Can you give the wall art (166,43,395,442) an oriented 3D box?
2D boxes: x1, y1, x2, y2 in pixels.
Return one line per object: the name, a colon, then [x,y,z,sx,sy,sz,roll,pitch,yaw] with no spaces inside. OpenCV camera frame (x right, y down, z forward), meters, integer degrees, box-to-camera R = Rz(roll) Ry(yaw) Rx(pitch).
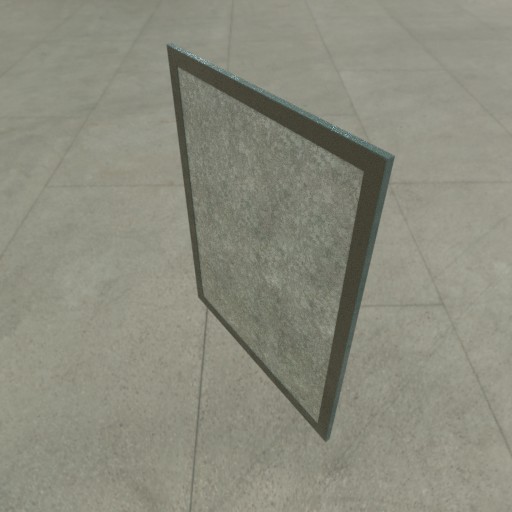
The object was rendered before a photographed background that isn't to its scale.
wall art: [0.000,0.000,1.287,0.030,0.983,0.767,-26,48,-26]
